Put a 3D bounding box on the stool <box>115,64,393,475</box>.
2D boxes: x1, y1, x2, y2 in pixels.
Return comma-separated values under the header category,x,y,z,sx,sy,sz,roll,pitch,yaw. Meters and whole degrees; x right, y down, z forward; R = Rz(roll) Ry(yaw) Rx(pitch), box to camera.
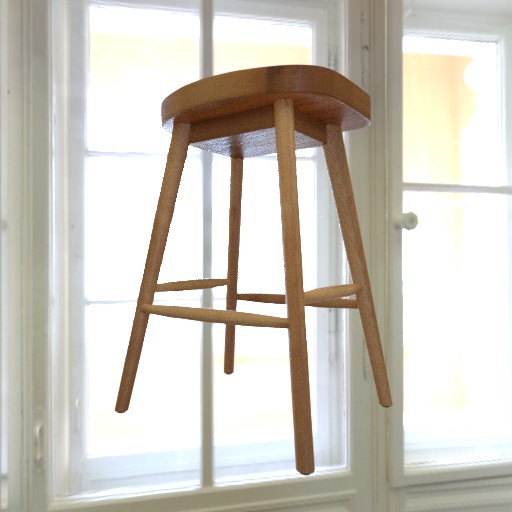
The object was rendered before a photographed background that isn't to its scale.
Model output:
category,x,y,z,sx,sy,sz,roll,pitch,yaw
stool,0.000,0.000,0.887,0.440,0.615,0.361,0,1,36
